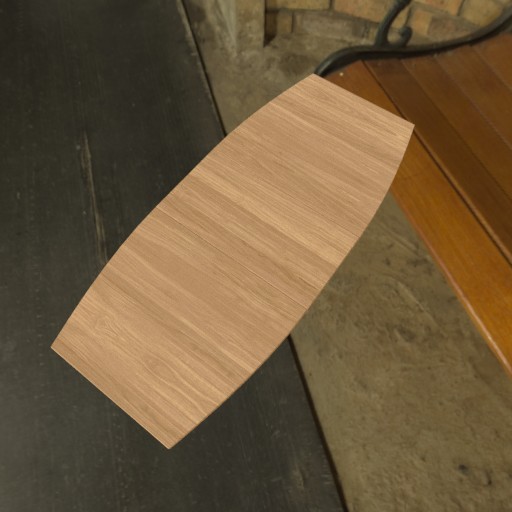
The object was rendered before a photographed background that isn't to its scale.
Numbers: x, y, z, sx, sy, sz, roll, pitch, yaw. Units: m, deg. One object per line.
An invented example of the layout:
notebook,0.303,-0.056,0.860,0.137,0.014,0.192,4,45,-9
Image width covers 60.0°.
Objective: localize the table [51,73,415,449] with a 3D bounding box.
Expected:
table,0.000,0.000,2.494,0.900,0.750,2.032,34,68,15
